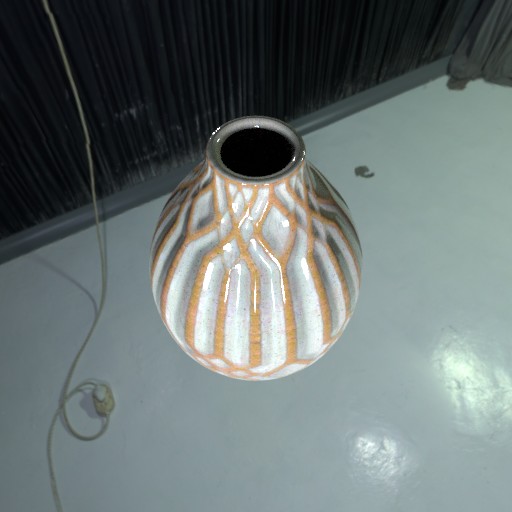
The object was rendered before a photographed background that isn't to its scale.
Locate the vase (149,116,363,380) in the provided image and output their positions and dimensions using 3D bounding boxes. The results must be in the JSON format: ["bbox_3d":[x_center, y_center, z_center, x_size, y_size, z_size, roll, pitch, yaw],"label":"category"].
[{"bbox_3d":[0.000,0.000,0.269,0.131,0.175,0.131,0,57,0],"label":"vase"}]
